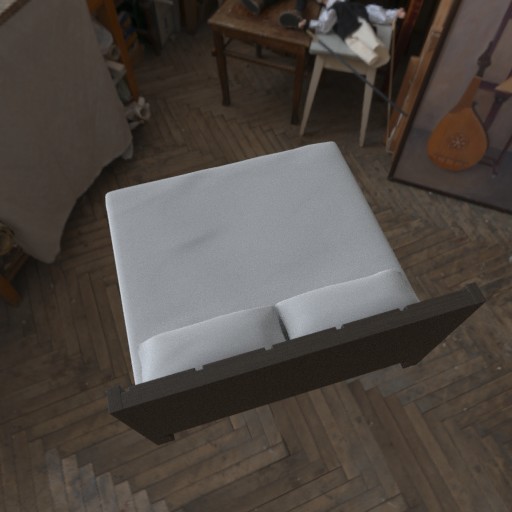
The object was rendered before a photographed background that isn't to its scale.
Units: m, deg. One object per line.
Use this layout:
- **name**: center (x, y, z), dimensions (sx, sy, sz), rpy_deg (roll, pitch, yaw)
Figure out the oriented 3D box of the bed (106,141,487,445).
- **bed**: center (0.000, 0.000, 3.393), dimensions (2.134, 1.270, 2.012), rpy_deg (-15, 61, -8)
